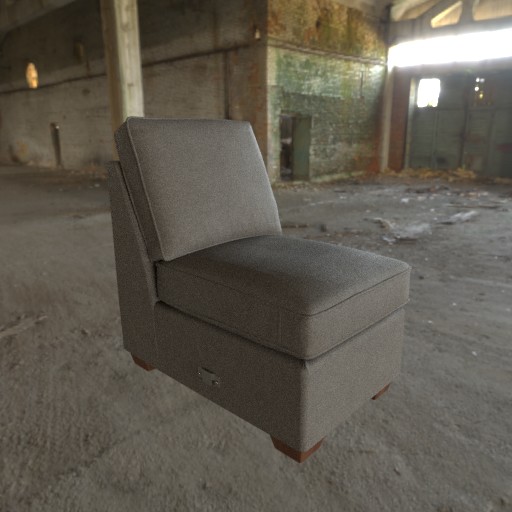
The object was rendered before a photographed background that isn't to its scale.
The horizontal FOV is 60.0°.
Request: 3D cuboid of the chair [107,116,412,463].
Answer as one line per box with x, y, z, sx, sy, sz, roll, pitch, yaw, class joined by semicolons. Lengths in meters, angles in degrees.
0.000;0.000;1.599;0.938;0.970;0.621;14;20;41;chair
